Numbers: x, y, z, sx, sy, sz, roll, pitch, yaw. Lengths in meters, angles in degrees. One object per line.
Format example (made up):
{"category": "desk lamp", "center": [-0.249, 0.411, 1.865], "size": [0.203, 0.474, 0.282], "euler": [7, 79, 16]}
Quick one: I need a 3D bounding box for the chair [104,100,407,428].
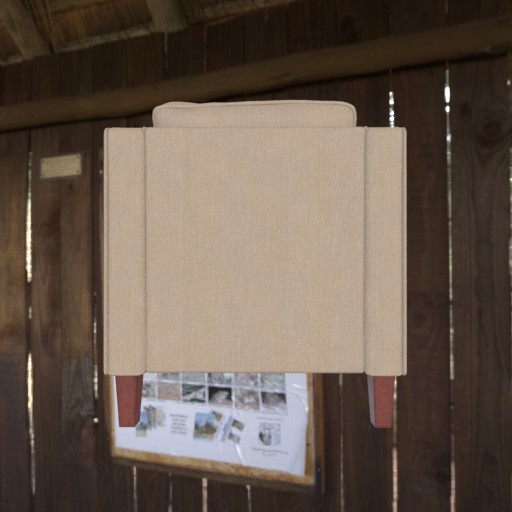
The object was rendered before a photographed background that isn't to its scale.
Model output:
{"category": "chair", "center": [0.000, 0.000, 1.648], "size": [0.831, 0.960, 0.909], "euler": [0, -1, 0]}
